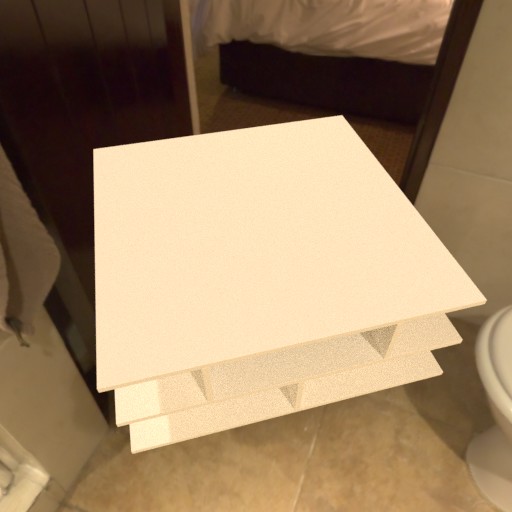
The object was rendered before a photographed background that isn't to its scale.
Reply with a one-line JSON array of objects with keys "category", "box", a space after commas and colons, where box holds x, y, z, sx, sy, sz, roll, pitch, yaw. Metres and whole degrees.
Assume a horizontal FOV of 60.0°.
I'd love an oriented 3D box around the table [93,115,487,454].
[{"category": "table", "box": [0.000, 0.000, 1.096, 0.700, 0.289, 0.700, -11, 47, -10]}]
